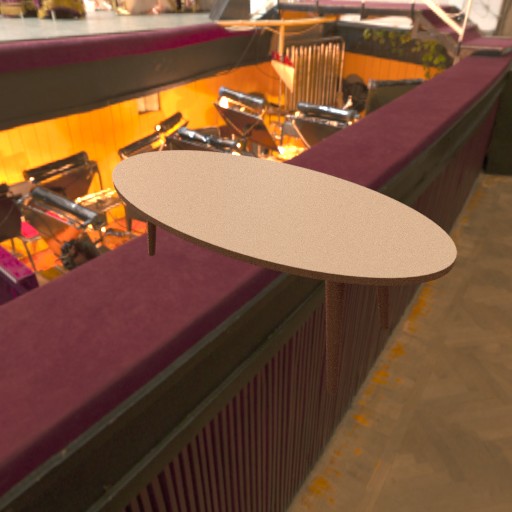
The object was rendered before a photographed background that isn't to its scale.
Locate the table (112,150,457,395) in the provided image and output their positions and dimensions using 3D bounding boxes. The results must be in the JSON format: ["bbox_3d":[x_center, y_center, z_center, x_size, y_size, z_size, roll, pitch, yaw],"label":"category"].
[{"bbox_3d":[0.000,0.000,1.339,1.083,0.390,0.542,23,38,32],"label":"table"}]
